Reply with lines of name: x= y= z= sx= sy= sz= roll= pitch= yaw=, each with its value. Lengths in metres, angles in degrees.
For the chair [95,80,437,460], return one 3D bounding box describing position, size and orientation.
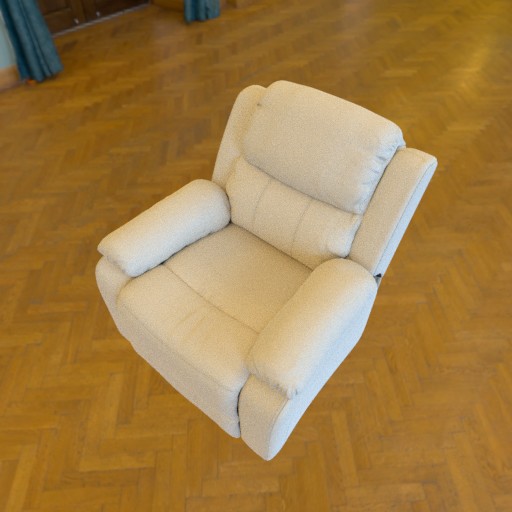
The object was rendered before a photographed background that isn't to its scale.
chair: x=0.000 y=0.000 z=1.228 sx=0.680 sy=0.702 sz=0.709 roll=32 pitch=55 yaw=26
